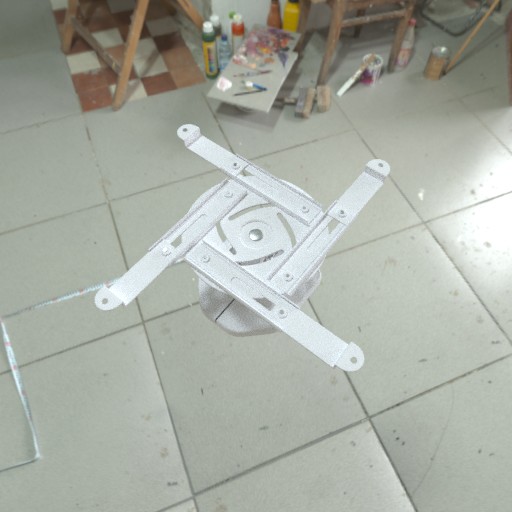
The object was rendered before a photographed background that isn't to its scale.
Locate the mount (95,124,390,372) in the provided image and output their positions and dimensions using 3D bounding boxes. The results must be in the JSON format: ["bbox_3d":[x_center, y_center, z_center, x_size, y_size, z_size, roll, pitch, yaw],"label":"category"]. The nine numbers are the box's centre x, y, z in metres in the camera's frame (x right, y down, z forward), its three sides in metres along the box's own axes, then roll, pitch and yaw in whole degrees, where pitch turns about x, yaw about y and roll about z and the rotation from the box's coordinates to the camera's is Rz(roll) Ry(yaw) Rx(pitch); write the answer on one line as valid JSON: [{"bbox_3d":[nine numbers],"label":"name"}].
[{"bbox_3d":[0.000,0.000,0.614,0.394,0.141,0.394,34,65,19],"label":"mount"}]
